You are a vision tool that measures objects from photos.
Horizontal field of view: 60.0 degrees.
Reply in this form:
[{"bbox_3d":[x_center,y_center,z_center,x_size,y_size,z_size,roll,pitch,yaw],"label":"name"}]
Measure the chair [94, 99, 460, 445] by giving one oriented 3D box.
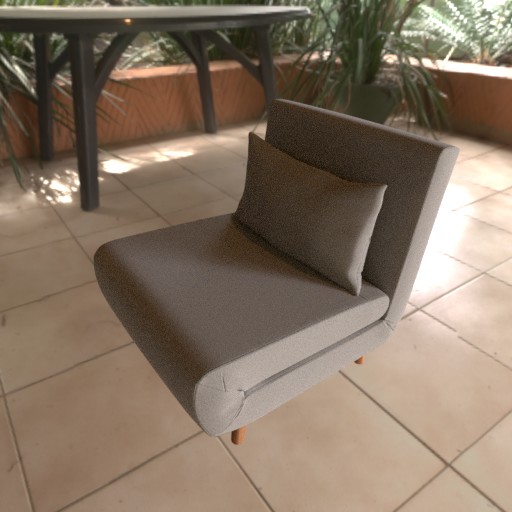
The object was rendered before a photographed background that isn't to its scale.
[{"bbox_3d":[0.000,0.000,1.478,0.902,0.808,0.770,-21,37,-30],"label":"chair"}]
